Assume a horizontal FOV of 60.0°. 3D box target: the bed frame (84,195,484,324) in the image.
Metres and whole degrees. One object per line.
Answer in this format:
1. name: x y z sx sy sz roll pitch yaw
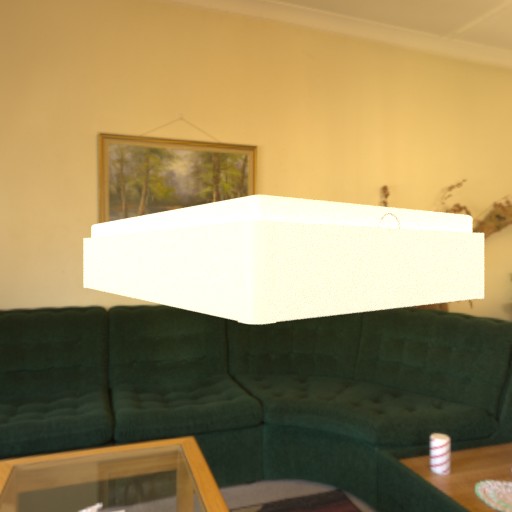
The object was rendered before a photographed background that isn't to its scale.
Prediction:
1. bed frame: 0.000 0.000 2.507 1.400 0.406 1.900 0 0 -36
